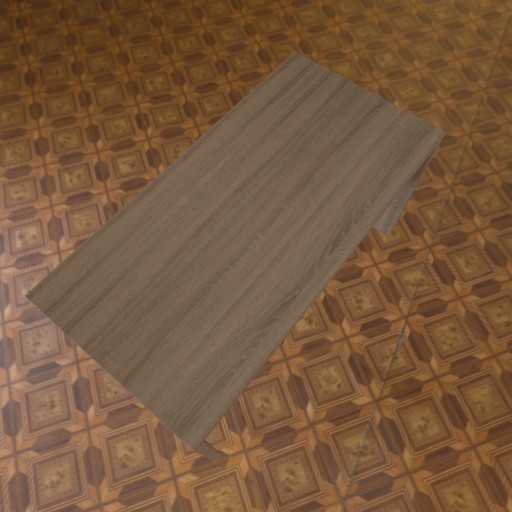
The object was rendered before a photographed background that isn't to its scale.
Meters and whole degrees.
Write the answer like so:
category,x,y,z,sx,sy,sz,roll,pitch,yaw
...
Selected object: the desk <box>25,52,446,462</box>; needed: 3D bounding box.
category,x,y,z,sx,sy,sz,roll,pitch,yaw
desk,0.000,0.000,1.816,0.690,0.745,1.380,35,68,16
